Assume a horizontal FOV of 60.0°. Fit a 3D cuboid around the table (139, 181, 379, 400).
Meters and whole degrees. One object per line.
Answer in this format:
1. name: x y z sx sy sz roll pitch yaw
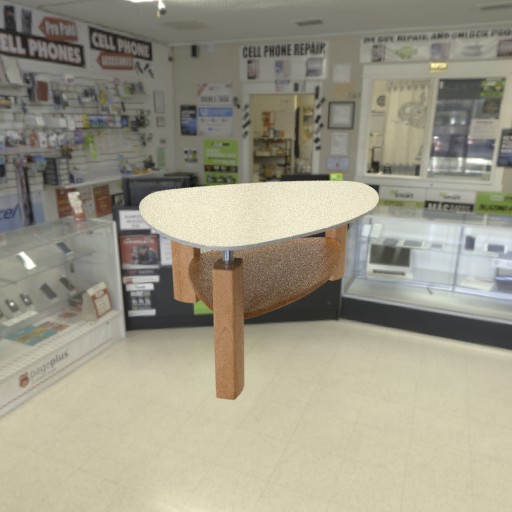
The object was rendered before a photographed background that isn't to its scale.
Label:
1. table: 0.000 0.000 1.683 0.850 0.440 1.250 8 19 25
